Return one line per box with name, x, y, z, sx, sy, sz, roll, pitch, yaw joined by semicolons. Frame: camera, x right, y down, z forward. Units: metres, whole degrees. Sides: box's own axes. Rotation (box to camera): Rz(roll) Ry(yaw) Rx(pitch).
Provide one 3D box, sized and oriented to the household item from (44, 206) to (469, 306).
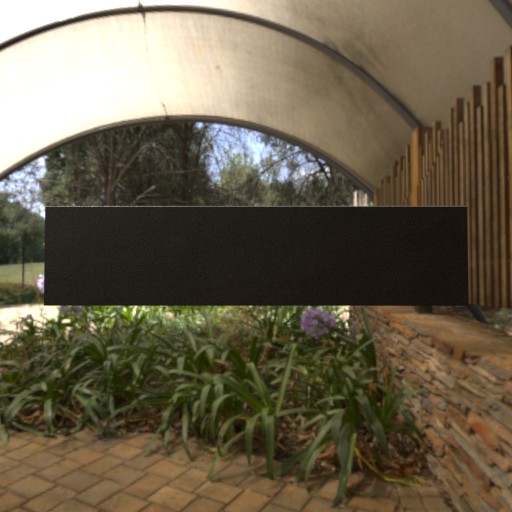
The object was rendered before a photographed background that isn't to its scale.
household item;0.000;0.000;1.063;1.001;0.236;0.030;0;-2;0
